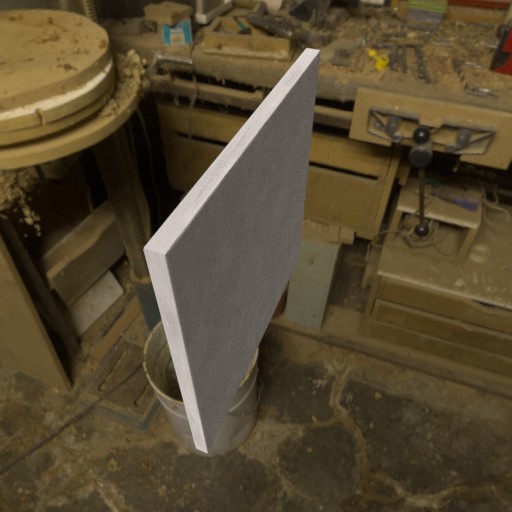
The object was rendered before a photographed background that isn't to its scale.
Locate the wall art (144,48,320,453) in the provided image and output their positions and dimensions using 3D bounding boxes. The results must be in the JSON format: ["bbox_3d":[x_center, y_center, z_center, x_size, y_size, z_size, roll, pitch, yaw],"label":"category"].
[{"bbox_3d":[0.000,0.000,0.454,0.015,0.303,0.303,16,49,15],"label":"wall art"}]
